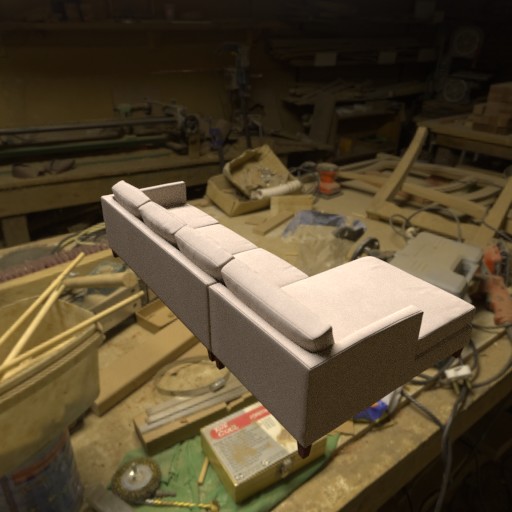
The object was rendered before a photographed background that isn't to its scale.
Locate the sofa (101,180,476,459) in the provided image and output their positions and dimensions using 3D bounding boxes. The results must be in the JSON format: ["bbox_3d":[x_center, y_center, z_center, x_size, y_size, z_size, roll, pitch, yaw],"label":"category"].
[{"bbox_3d":[0.000,0.000,3.870,1.625,0.846,3.186,-18,32,-31],"label":"sofa"}]
